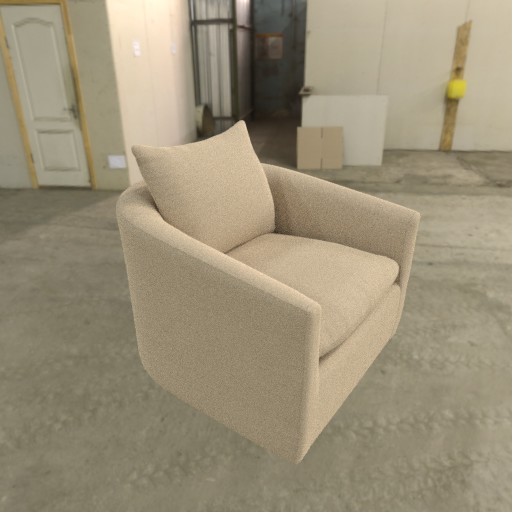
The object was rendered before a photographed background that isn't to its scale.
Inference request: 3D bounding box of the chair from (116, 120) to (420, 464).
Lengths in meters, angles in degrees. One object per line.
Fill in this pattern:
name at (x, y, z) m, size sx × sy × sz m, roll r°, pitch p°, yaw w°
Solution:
chair at (0.000, 0.000, 1.625) m, size 0.910 × 0.848 × 0.845 m, roll 17°, pitch 31°, yaw 32°
